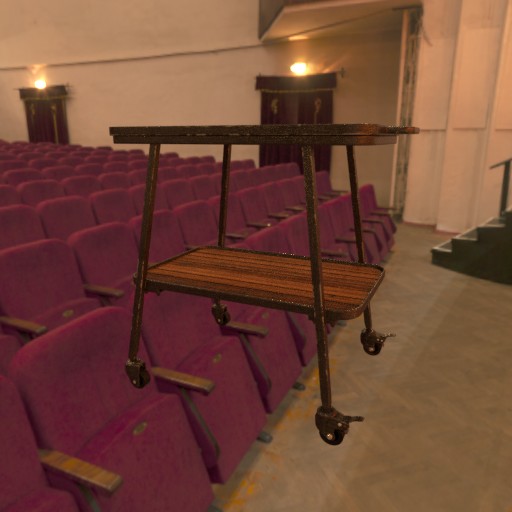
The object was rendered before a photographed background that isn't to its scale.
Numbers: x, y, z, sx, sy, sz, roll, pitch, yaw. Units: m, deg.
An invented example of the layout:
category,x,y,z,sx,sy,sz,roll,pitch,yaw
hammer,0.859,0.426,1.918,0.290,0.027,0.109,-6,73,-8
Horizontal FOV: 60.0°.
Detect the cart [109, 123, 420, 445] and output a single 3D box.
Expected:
category,x,y,z,sx,sy,sz,roll,pitch,yaw
cart,0.000,0.000,1.254,0.806,0.700,0.515,7,16,24
